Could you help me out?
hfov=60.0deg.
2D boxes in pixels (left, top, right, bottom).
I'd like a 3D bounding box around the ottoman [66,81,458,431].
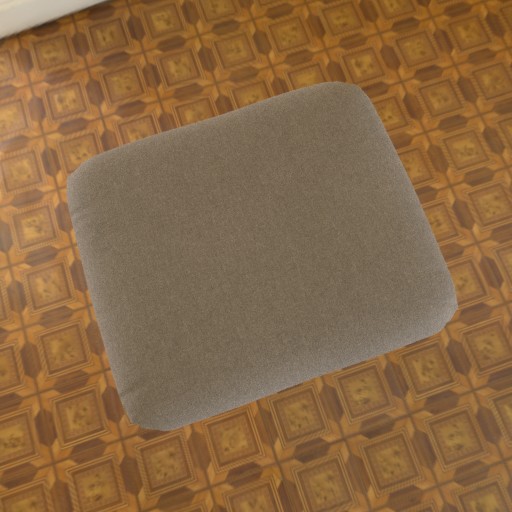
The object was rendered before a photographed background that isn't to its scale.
[{"bbox_3d":[0.000,0.000,1.096,0.747,0.450,0.622,-19,78,-4],"label":"ottoman"}]
